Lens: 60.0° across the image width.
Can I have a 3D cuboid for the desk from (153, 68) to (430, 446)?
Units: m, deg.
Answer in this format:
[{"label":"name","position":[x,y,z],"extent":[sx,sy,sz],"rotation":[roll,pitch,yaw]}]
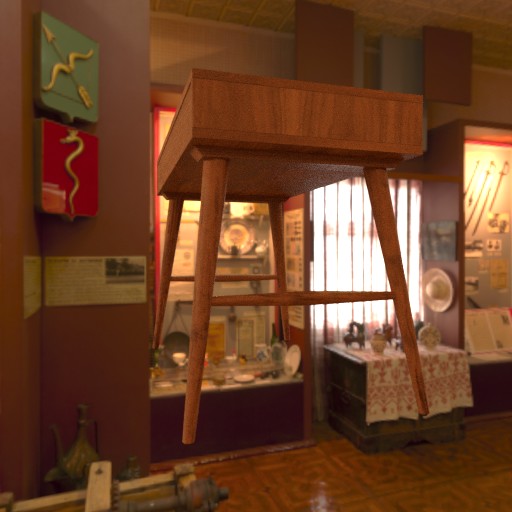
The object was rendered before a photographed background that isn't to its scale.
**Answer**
[{"label":"desk","position":[0.000,0.000,1.419],"extent":[0.588,0.758,0.949],"rotation":[0,0,-17]}]
